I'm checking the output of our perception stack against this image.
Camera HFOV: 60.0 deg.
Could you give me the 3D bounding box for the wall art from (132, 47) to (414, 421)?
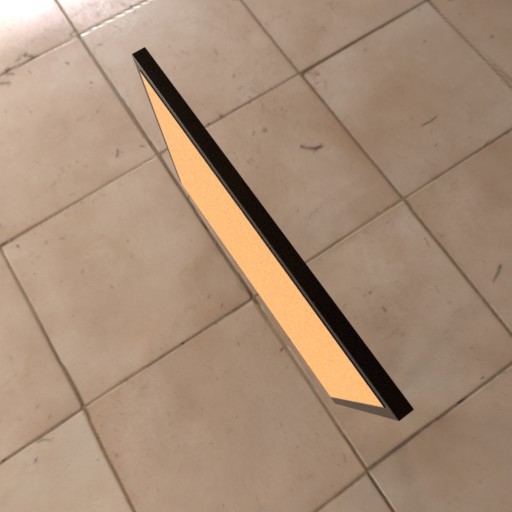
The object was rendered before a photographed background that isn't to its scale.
[{"bbox_3d":[0.000,0.000,0.843,0.027,0.458,0.657,-33,77,-9],"label":"wall art"}]
